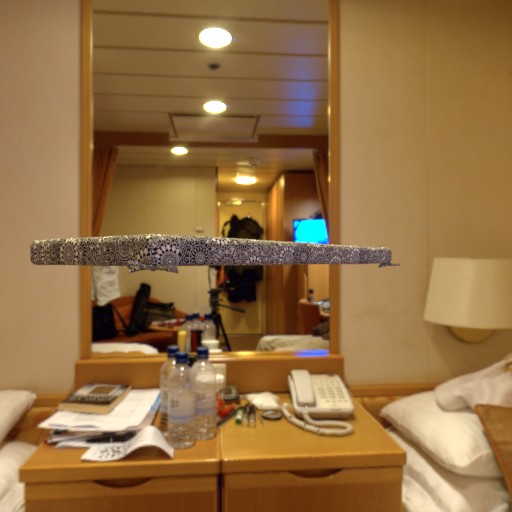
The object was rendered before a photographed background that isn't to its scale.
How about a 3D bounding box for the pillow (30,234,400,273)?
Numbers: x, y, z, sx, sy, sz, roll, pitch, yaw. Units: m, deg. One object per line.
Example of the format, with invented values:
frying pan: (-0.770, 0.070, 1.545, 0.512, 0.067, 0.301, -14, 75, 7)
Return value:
pillow: (0.000, 0.000, 1.357, 0.492, 0.081, 1.187, 0, -1, 38)
